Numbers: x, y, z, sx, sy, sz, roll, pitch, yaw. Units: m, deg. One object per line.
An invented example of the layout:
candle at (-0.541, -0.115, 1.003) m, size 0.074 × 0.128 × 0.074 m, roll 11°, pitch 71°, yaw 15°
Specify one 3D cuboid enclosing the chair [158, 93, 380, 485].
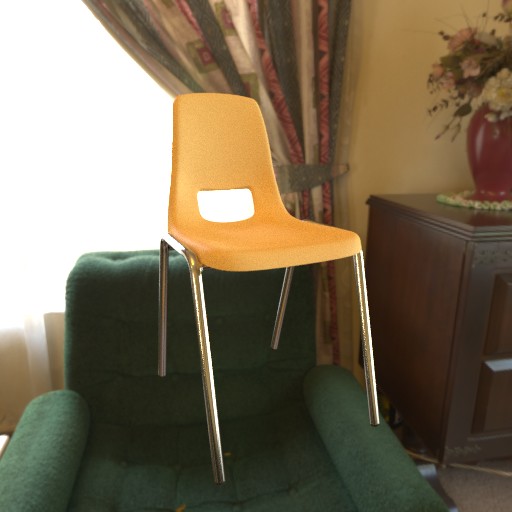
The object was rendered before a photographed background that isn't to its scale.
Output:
chair at (0.000, 0.000, 0.965) m, size 0.381 × 0.704 × 0.436 m, roll -7°, pitch 16°, yaw -26°
